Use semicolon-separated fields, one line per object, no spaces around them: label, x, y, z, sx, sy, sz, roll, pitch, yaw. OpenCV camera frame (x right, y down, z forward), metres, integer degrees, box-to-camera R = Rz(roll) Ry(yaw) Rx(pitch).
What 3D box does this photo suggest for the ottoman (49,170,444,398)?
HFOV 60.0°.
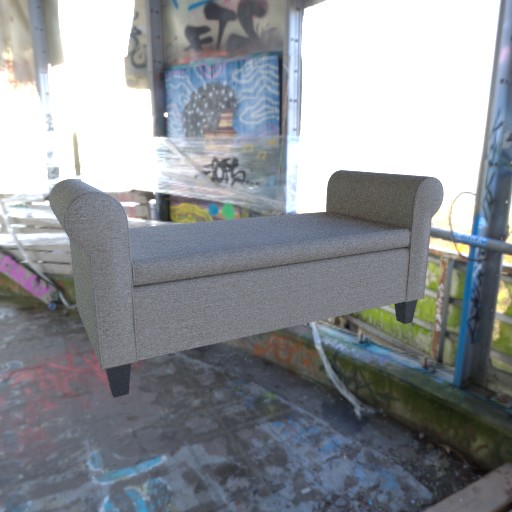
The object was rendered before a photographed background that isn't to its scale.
ottoman;0.000;0.000;1.560;1.256;0.547;0.521;-7;16;-27
